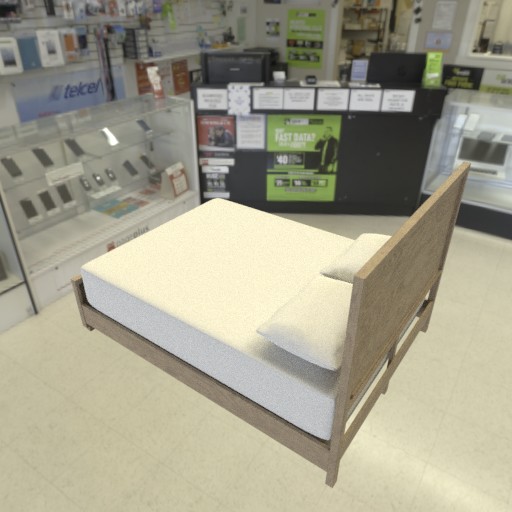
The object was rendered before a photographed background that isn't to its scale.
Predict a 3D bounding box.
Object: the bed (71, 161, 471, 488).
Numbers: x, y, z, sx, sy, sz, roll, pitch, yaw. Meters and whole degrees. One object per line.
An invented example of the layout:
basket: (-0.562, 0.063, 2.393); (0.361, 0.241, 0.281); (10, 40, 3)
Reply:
bed: (0.000, 0.000, 3.147); (2.189, 1.369, 1.606); (21, 37, 30)
